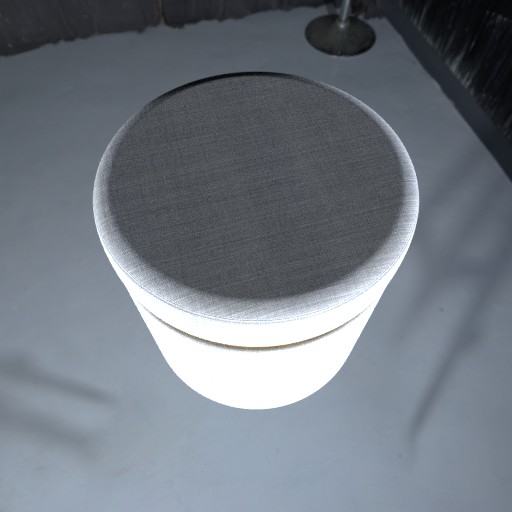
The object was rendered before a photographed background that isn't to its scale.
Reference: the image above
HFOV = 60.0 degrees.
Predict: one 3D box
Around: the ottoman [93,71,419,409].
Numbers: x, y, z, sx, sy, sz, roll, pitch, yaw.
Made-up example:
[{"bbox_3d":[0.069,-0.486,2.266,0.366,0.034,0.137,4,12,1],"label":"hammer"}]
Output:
[{"bbox_3d":[0.000,0.000,0.709,0.400,0.406,0.400,0,59,0],"label":"ottoman"}]
